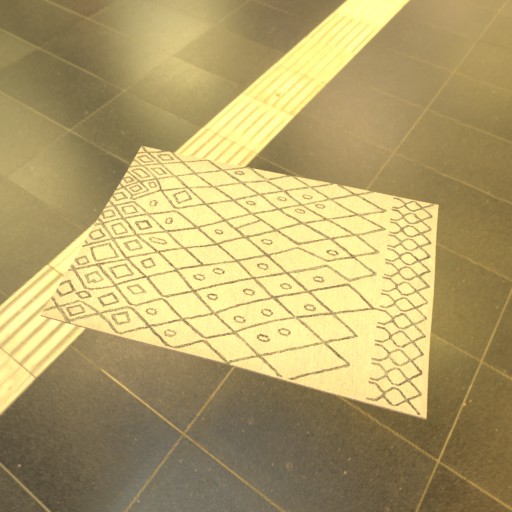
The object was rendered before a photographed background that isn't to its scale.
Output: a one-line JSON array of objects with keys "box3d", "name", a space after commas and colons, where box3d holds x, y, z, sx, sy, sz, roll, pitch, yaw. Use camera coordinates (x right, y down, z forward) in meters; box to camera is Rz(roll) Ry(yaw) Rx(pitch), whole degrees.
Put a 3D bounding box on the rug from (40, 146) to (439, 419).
[{"box3d": [0.000, 0.000, 2.331, 1.828, 0.015, 1.222, 13, 57, 8], "name": "rug"}]
